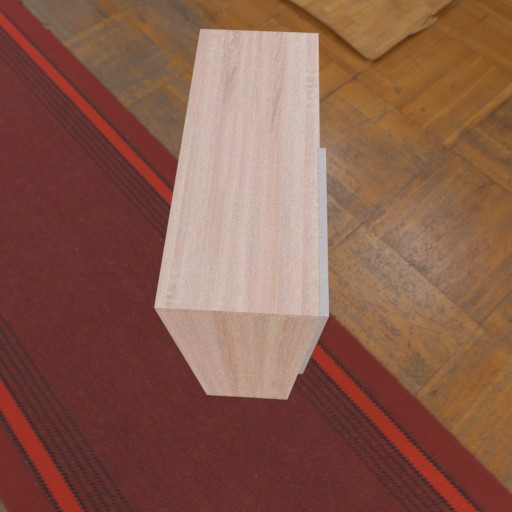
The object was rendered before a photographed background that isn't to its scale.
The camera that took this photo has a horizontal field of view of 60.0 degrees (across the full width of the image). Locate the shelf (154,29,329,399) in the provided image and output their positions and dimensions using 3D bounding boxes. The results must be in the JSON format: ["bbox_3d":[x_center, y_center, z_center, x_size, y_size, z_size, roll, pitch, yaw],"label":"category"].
[{"bbox_3d":[0.000,0.000,1.899,0.434,1.405,0.995,3,64,1],"label":"shelf"}]
